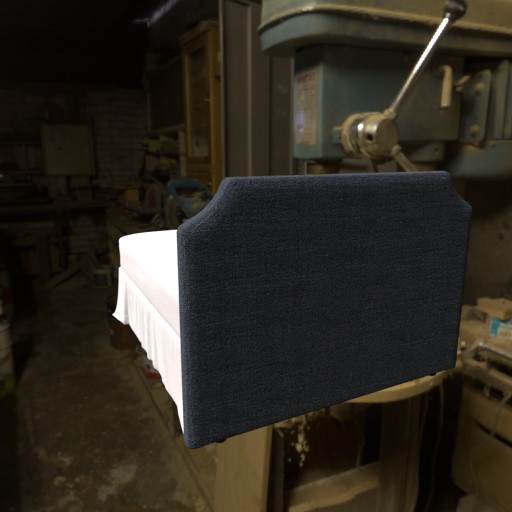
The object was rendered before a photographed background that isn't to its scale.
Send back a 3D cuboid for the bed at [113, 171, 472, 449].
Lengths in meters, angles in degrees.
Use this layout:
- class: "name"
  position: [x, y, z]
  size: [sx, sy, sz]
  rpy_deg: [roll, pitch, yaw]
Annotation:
- class: "bed"
  position: [0.000, 0.000, 3.290]
  size: [1.828, 1.297, 2.208]
  rpy_deg: [-7, 15, -26]
